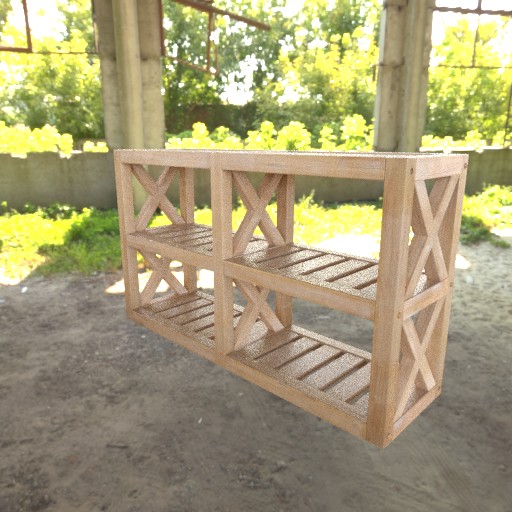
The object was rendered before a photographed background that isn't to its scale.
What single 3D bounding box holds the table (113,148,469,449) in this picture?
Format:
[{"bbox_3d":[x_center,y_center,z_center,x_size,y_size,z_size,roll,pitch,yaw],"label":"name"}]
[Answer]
[{"bbox_3d":[0.000,0.000,1.656,1.320,0.762,0.381,14,20,42],"label":"table"}]
